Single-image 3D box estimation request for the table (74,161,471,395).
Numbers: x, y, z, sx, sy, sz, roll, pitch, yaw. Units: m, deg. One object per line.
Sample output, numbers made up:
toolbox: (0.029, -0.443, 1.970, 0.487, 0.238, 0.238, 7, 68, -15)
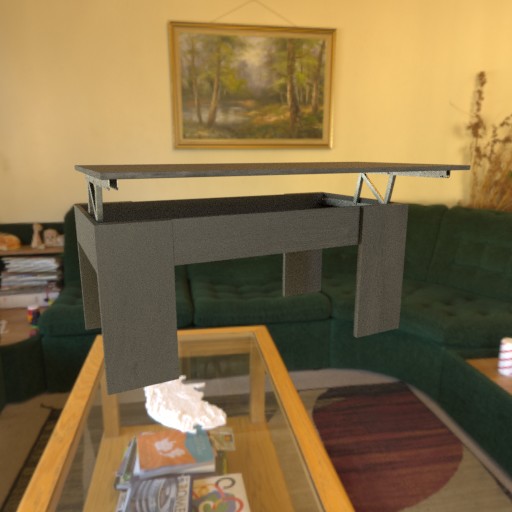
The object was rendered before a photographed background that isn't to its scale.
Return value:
table: (0.000, 0.000, 1.406, 1.000, 0.570, 0.711, -7, 15, -26)
